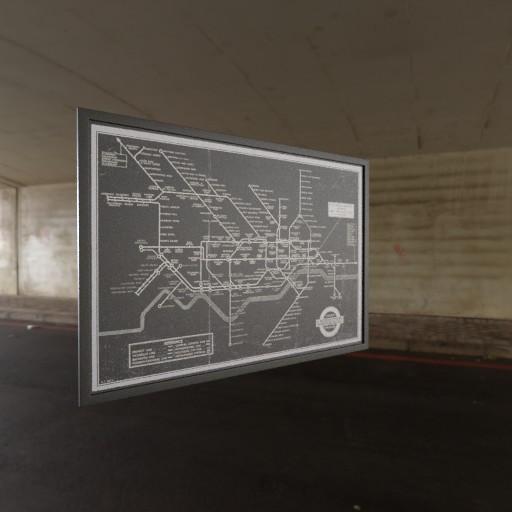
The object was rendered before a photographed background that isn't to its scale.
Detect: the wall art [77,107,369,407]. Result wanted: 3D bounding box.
[{"bbox_3d":[0.000,0.000,1.551,1.192,0.811,0.013,-1,1,-36],"label":"wall art"}]
